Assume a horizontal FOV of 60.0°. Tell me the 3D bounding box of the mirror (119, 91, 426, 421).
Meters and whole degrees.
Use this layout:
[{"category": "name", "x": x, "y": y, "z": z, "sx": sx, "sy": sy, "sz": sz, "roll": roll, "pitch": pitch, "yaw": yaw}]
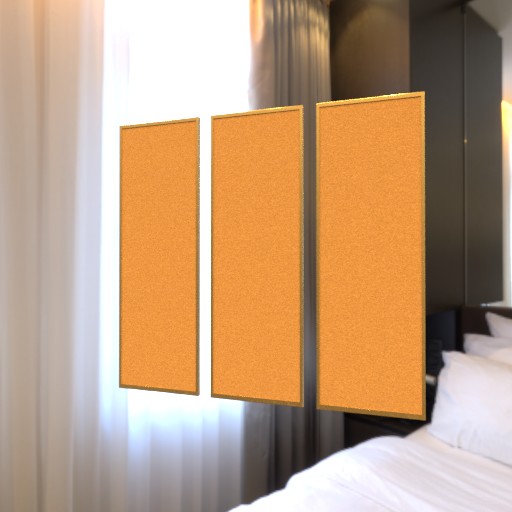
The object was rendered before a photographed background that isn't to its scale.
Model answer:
[{"category": "mirror", "x": 0.000, "y": 0.000, "z": 1.417, "sx": 1.011, "sy": 0.926, "sz": 0.023, "roll": 0, "pitch": 0, "yaw": 18}]
